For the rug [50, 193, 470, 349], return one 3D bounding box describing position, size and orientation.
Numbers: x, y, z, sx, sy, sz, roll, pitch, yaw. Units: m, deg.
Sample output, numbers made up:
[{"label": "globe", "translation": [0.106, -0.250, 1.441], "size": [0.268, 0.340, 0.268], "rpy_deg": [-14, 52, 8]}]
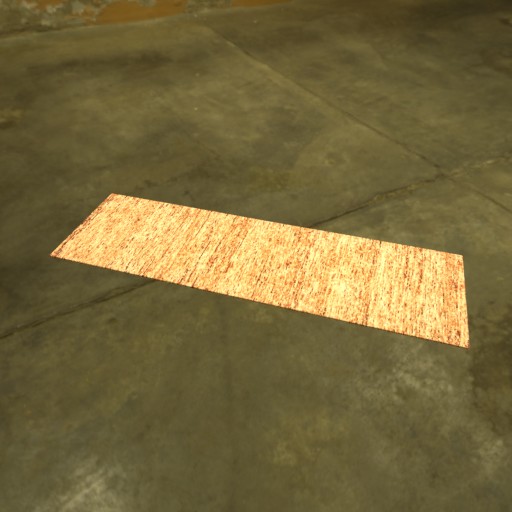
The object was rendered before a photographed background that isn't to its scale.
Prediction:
[{"label": "rug", "translation": [0.000, 0.000, 2.506], "size": [2.237, 0.014, 0.680], "rpy_deg": [11, 42, 13]}]
